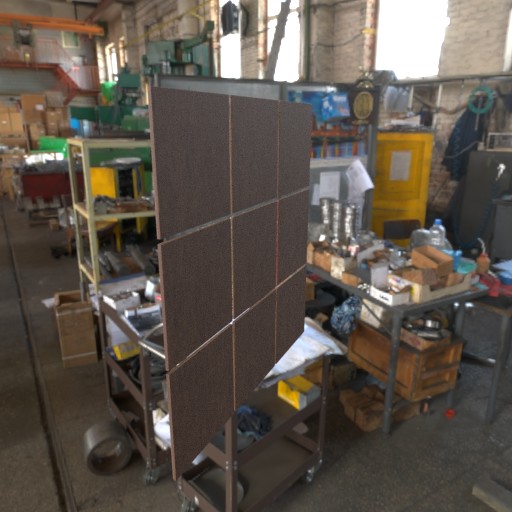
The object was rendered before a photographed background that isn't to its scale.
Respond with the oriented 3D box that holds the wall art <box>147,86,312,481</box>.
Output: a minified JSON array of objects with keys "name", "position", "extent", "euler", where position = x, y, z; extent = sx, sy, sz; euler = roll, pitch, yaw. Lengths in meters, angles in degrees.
[{"name":"wall art","position":[0.000,0.000,2.267],"extent":[0.014,1.525,1.527],"euler":[8,18,25]}]
